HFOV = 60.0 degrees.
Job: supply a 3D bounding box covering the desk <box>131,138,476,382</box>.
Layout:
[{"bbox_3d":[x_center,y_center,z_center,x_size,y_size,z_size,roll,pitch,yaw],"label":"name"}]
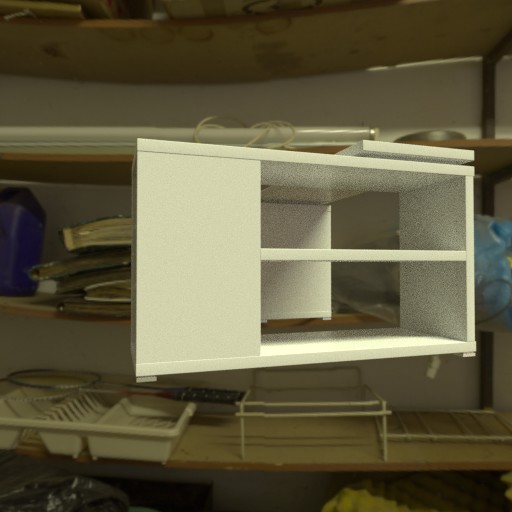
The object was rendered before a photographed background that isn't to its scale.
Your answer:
[{"bbox_3d":[0.000,0.000,2.166,1.200,0.753,1.524,0,-1,-18],"label":"desk"}]
